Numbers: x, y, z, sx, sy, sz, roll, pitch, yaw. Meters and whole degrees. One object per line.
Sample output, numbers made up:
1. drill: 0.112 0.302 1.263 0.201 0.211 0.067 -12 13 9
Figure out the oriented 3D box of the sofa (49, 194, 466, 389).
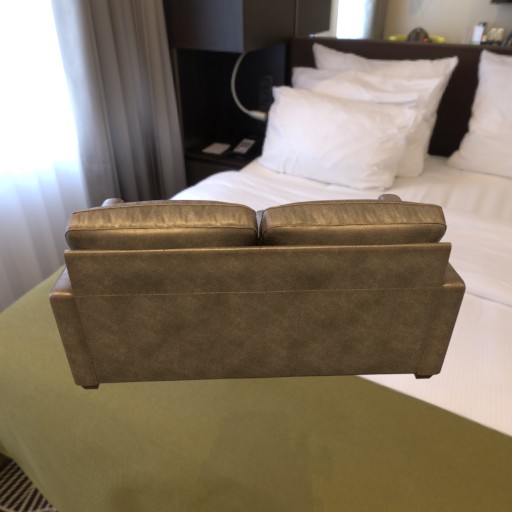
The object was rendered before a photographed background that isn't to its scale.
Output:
1. sofa: 0.000 0.000 2.249 1.732 0.916 0.939 -1 32 -2
